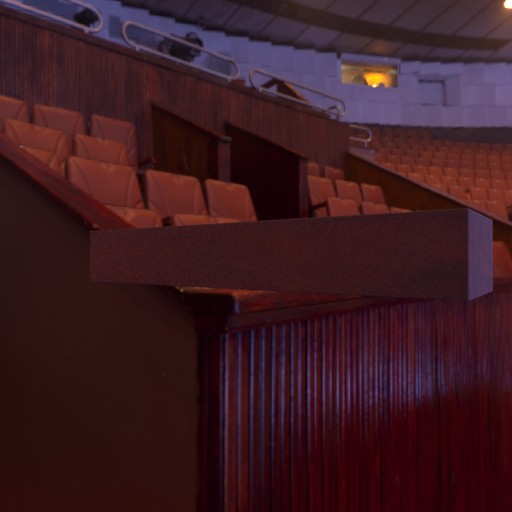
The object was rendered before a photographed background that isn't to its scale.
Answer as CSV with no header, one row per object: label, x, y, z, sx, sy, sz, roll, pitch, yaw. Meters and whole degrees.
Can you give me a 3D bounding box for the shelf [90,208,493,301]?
shelf,0.000,0.000,0.660,0.607,0.088,0.152,0,0,36
